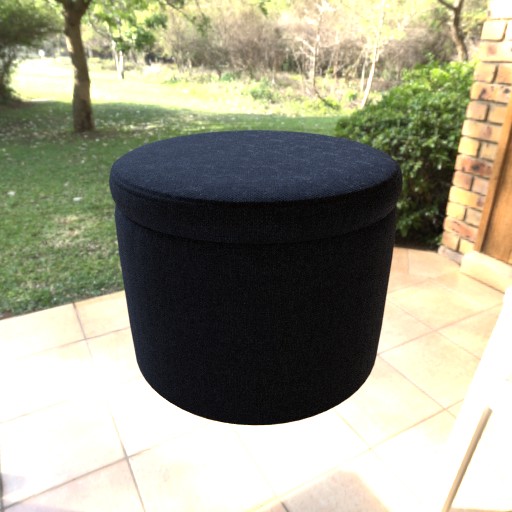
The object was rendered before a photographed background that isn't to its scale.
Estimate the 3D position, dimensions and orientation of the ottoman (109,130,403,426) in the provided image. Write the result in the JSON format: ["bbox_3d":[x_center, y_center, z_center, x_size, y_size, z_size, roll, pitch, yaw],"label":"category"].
[{"bbox_3d":[0.000,0.000,0.892,0.520,0.430,0.520,0,26,0],"label":"ottoman"}]
